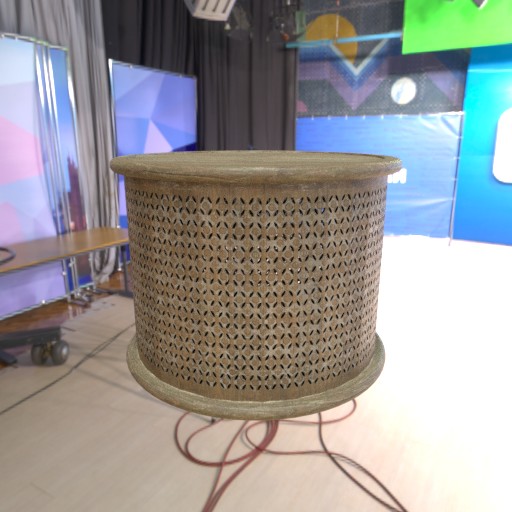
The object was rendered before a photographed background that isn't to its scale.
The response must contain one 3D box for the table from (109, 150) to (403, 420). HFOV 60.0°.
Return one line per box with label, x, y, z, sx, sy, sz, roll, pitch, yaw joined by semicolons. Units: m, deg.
table;0.000;0.000;1.021;0.607;0.450;0.607;0;16;0
